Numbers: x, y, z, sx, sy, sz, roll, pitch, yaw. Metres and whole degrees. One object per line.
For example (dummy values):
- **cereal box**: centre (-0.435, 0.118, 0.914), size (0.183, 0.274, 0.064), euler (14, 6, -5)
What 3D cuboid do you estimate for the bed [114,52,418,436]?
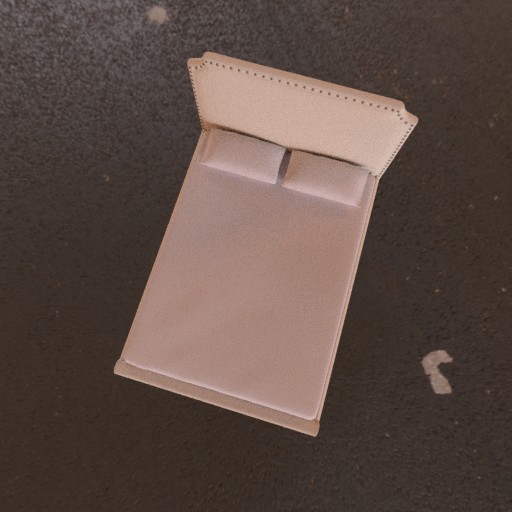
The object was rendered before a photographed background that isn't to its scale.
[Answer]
- **bed**: centre (0.000, 0.000, 3.488), size (1.712, 1.443, 2.372), euler (16, 77, 4)
